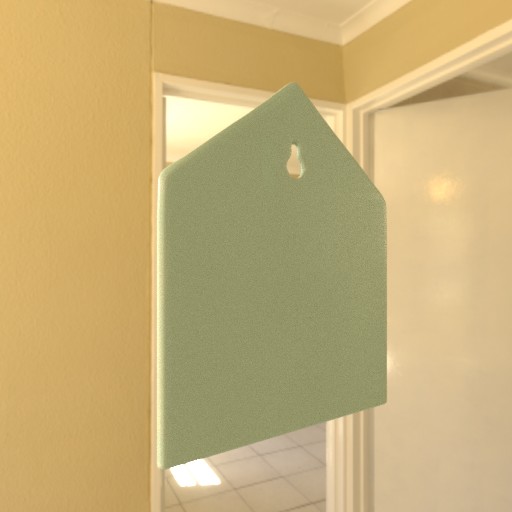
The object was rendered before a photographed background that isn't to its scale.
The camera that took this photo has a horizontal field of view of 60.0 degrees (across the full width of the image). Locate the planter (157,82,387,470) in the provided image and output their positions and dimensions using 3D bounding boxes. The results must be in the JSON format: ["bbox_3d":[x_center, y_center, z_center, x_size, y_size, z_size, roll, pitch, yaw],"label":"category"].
[{"bbox_3d":[0.000,0.000,0.282,0.164,0.197,0.079,0,0,-36],"label":"planter"}]
